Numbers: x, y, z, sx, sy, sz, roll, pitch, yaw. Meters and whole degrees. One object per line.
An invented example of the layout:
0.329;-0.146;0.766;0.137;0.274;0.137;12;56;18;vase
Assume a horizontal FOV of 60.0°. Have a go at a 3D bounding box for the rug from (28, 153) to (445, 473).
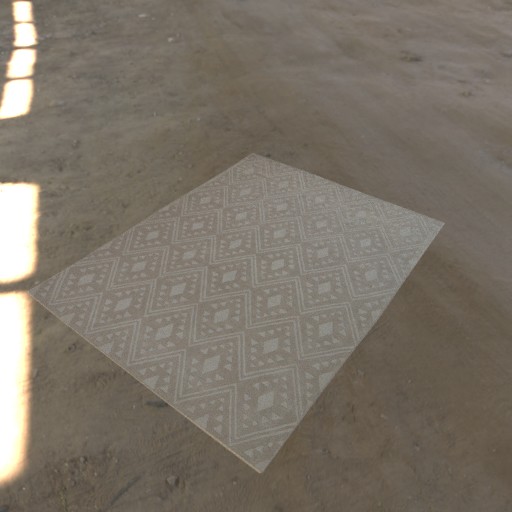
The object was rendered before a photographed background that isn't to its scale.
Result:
0.000;0.000;3.980;2.399;0.054;3.011;26;47;27;rug
